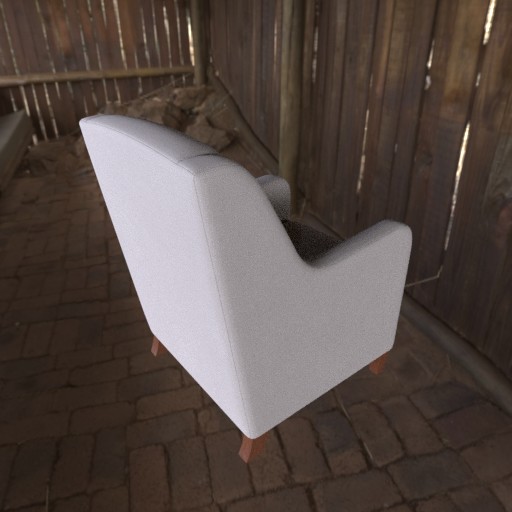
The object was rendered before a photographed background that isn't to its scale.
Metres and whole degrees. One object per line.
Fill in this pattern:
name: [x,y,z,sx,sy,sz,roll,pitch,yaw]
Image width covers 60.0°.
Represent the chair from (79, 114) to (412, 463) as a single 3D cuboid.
chair: [0.000,0.000,1.575,0.863,1.010,0.715,-20,34,-33]
